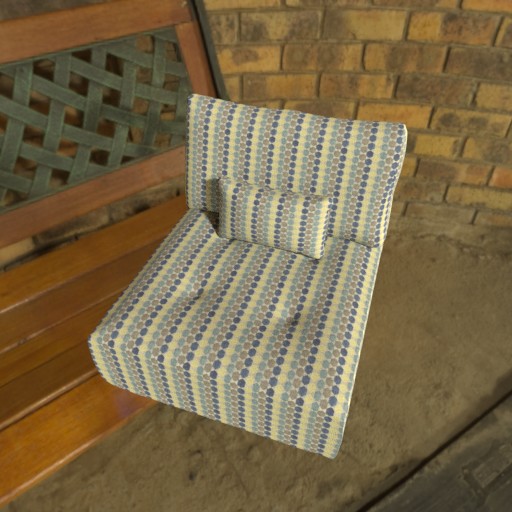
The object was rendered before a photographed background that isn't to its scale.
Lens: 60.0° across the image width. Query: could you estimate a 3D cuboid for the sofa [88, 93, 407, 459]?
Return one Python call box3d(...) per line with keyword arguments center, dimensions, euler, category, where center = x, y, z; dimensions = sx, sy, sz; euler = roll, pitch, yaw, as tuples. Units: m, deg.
box3d(center=(0.000, 0.000, 1.720), dimensions=(0.930, 0.830, 1.000), euler=(13, 44, 14), category="sofa")
